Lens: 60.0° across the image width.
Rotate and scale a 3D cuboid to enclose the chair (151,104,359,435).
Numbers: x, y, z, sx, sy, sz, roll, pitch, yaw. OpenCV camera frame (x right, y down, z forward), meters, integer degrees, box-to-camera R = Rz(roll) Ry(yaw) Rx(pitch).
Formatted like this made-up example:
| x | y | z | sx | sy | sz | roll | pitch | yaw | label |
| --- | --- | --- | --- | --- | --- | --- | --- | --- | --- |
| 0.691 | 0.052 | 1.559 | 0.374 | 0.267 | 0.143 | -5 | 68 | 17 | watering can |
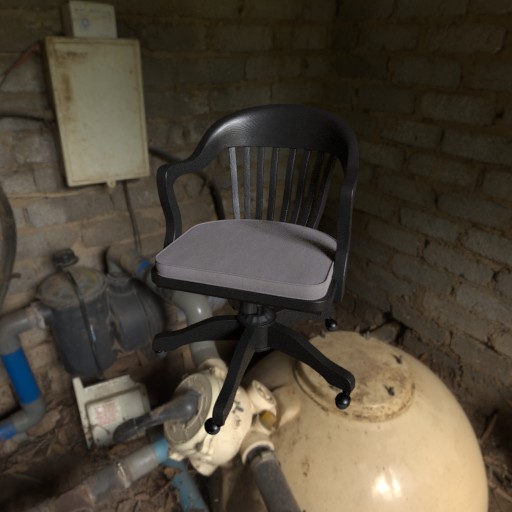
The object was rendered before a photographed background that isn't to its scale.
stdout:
| x | y | z | sx | sy | sz | roll | pitch | yaw | label |
| --- | --- | --- | --- | --- | --- | --- | --- | --- | --- |
| 0.000 | 0.000 | 1.485 | 0.750 | 0.878 | 0.788 | 8 | 27 | 16 | chair |
